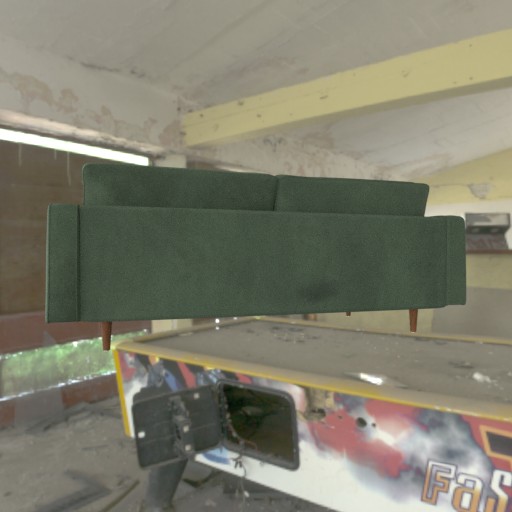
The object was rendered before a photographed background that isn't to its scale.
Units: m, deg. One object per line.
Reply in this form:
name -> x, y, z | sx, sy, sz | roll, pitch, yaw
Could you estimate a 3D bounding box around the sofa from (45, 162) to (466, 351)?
sofa -> 0.000, 0.000, 2.287 | 1.880, 0.772, 0.916 | 0, 0, -18
